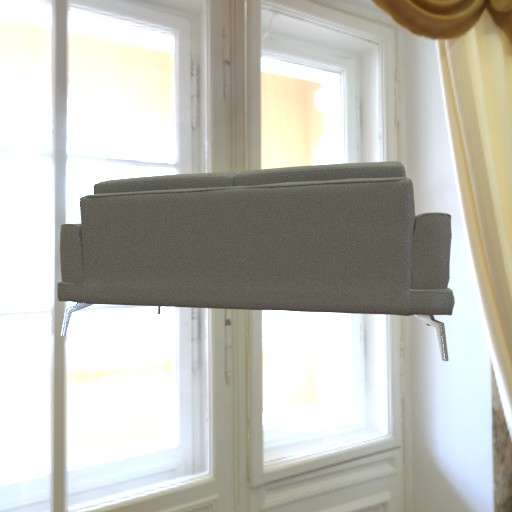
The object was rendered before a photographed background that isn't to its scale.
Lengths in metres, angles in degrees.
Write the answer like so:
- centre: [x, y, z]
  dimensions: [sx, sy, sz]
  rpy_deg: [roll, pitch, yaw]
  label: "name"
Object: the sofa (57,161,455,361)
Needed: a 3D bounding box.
- centre: [0.000, 0.000, 2.756]
  dimensions: [2.177, 0.930, 1.121]
  rpy_deg: [0, 0, 18]
  label: "sofa"
